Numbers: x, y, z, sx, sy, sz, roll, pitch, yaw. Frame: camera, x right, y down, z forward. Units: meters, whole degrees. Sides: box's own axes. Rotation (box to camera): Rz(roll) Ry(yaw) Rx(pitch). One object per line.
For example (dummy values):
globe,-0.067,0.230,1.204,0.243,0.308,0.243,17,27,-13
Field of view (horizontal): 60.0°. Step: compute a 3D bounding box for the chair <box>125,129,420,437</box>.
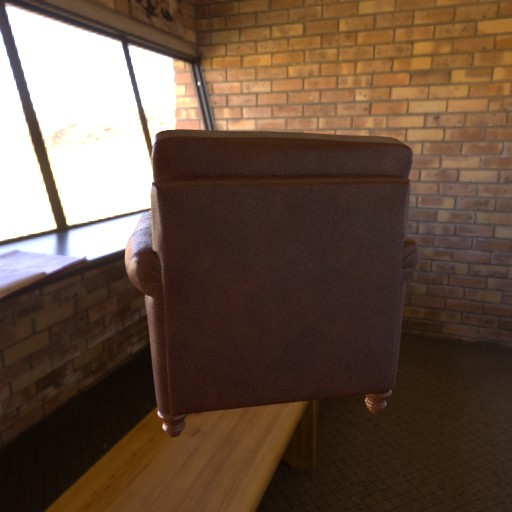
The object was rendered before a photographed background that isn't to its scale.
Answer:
chair,0.000,0.000,1.814,0.989,0.972,0.992,-3,14,-10
